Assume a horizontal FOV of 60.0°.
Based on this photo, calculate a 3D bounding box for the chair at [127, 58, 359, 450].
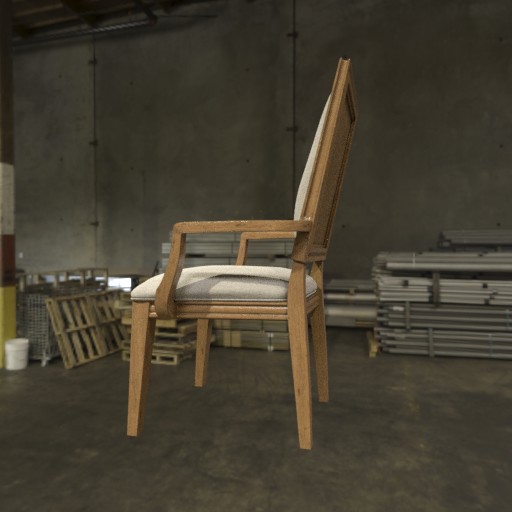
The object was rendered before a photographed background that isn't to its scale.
[{"bbox_3d":[0.000,0.000,1.380,0.602,0.990,0.606,0,1,16],"label":"chair"}]
